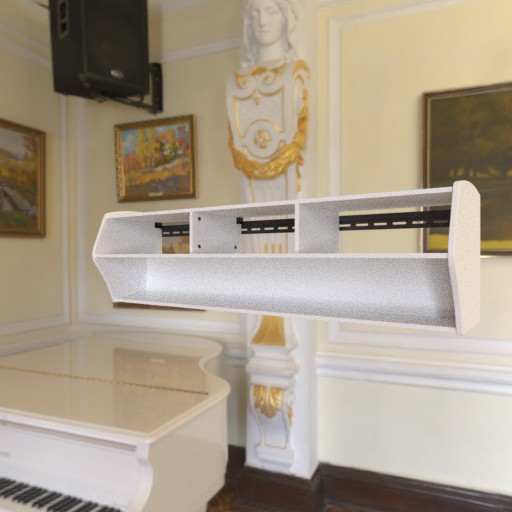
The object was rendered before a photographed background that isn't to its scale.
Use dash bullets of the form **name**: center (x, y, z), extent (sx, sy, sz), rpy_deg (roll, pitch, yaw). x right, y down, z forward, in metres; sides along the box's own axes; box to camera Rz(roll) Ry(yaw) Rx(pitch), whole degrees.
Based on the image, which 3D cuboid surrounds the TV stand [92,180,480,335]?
- **TV stand**: center (0.000, 0.000, 1.677), extent (1.473, 0.424, 0.397), rpy_deg (0, 0, 35)
